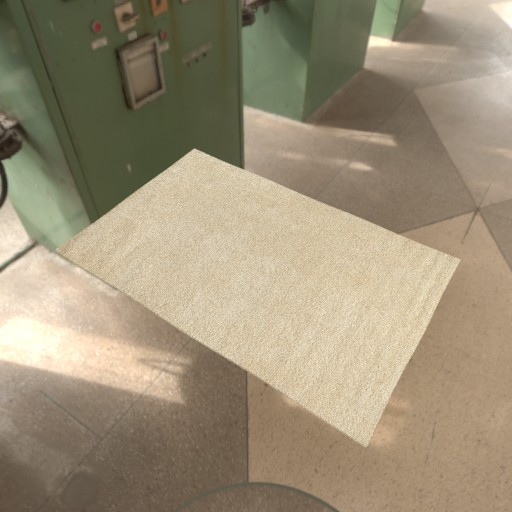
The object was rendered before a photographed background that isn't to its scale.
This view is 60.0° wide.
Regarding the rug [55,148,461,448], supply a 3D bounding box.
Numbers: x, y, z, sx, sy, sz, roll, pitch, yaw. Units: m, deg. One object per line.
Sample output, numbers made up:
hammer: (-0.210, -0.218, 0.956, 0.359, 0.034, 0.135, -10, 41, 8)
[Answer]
rug: (0.000, 0.000, 3.042, 2.346, 0.025, 1.500, 27, 53, 23)
